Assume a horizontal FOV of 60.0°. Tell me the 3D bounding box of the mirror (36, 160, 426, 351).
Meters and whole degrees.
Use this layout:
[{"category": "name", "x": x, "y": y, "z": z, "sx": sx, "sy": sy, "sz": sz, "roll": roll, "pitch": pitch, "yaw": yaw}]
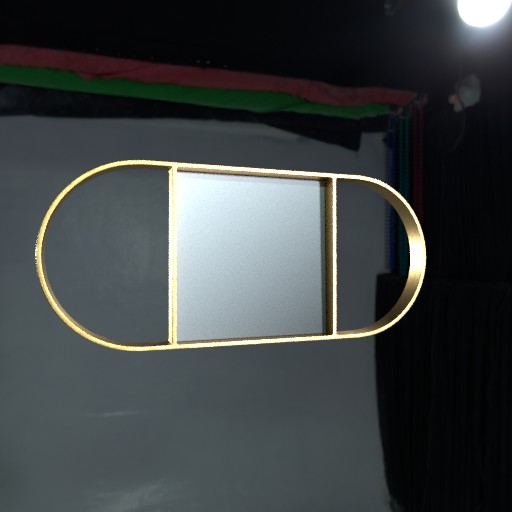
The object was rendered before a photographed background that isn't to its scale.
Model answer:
[{"category": "mirror", "x": 0.000, "y": 0.000, "z": 0.655, "sx": 0.584, "sy": 0.254, "sz": 0.032, "roll": 0, "pitch": -1, "yaw": -19}]
